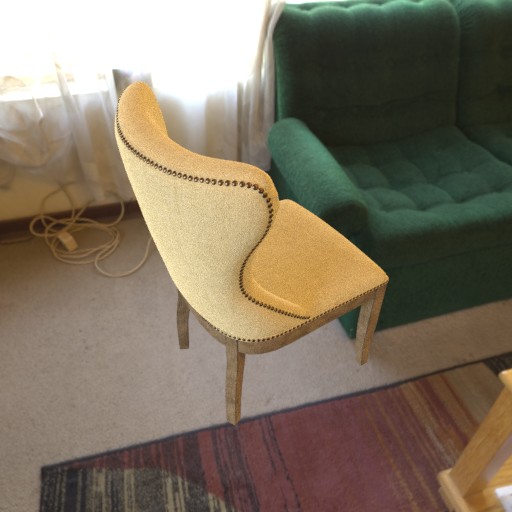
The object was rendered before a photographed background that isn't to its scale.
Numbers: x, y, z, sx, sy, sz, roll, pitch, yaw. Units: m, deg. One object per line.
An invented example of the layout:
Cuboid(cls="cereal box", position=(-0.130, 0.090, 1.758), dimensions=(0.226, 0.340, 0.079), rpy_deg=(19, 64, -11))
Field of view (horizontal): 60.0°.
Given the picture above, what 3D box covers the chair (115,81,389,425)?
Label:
Cuboid(cls="chair", position=(0.000, 0.000, 1.412), dimensions=(0.681, 1.002, 0.654), rpy_deg=(-23, 45, -25))
